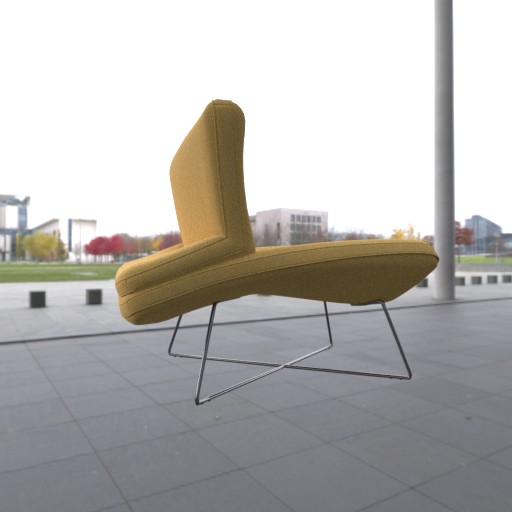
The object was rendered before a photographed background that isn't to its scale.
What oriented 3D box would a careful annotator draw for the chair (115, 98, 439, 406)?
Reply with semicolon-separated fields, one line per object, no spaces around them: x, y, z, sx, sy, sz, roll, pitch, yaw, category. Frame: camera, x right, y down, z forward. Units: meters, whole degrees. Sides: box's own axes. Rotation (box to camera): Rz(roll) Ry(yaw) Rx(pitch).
0.000;0.000;1.661;1.008;0.855;0.859;0;0;-17;chair
